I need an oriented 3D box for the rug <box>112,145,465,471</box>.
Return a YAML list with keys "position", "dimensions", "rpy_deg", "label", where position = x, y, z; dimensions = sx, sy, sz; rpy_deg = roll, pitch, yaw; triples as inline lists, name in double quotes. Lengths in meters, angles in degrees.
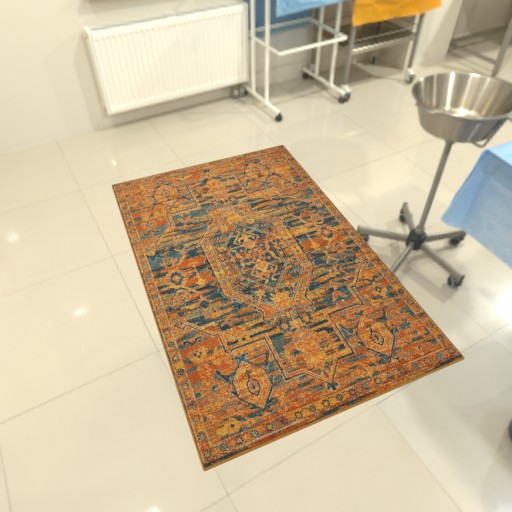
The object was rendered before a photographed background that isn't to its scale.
- position: [0.000, 0.000, 1.100]
  dimensions: [0.557, 0.008, 0.863]
  rpy_deg: [-17, 48, -16]
  label: "rug"
